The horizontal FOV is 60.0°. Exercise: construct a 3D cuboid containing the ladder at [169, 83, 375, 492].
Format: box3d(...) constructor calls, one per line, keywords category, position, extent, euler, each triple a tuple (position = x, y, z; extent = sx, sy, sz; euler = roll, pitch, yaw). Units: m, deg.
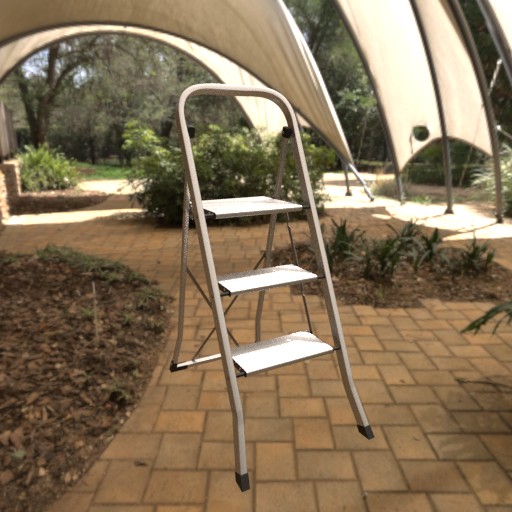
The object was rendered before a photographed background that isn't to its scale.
box3d(category="ladder", position=(0.000, 0.000, 1.438), extent=(0.465, 1.070, 0.704), euler=(-8, 17, -27))
